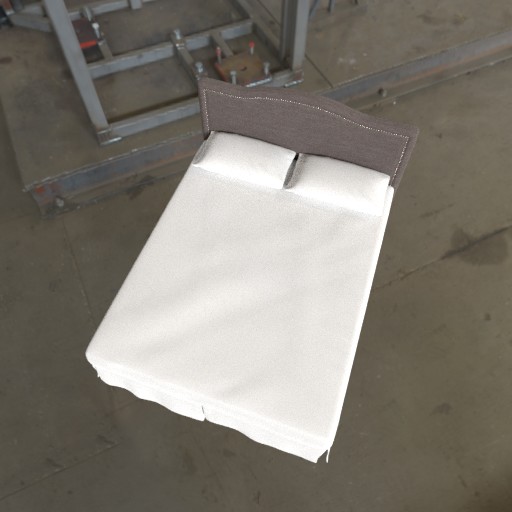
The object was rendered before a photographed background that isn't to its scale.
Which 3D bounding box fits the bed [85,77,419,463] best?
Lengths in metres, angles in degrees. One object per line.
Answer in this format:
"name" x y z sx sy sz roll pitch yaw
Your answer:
"bed" 0.000 0.000 3.881 2.161 1.457 2.689 17 60 10
